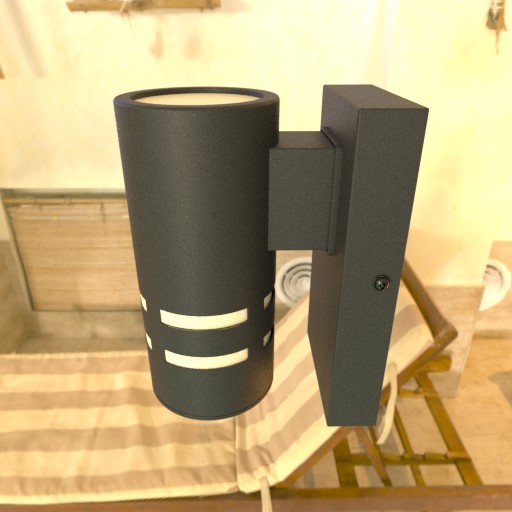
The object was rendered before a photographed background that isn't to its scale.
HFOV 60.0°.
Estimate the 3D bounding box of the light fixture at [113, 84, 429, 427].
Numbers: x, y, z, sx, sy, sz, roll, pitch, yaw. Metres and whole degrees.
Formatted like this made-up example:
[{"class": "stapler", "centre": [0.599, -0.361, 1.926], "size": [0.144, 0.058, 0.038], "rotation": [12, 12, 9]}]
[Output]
[{"class": "light fixture", "centre": [0.000, 0.000, 0.259], "size": [0.138, 0.179, 0.098], "rotation": [-1, 27, -1]}]
